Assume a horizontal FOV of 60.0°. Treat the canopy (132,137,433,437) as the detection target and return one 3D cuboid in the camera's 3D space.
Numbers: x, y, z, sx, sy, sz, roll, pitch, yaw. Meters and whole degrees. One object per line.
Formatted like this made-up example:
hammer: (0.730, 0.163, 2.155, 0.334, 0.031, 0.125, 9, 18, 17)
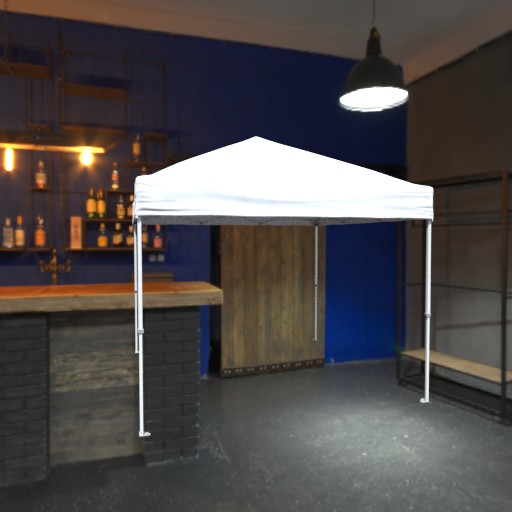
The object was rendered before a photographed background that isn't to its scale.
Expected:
canopy: (0.000, 0.000, 5.630, 2.998, 2.997, 2.996, -1, 3, -16)
